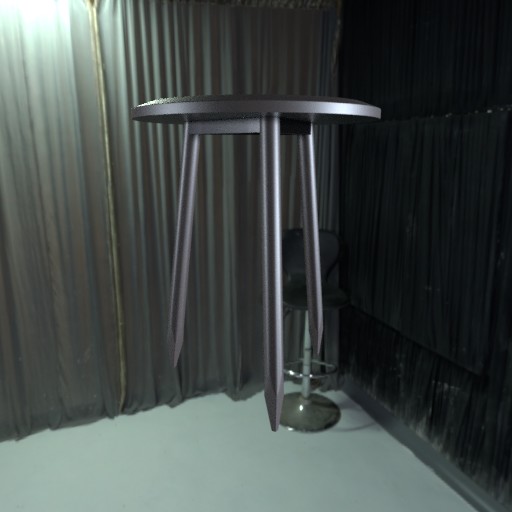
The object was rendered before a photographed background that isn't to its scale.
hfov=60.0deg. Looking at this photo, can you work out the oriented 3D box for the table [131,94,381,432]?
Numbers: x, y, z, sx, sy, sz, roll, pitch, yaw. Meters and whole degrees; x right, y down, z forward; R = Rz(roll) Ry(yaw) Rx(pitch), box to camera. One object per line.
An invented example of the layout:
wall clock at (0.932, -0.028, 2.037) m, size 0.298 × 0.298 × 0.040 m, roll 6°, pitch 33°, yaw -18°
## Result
table at (0.000, 0.000, 0.910) m, size 0.457 × 0.585 × 0.457 m, roll 0°, pitch 14°, yaw 0°
